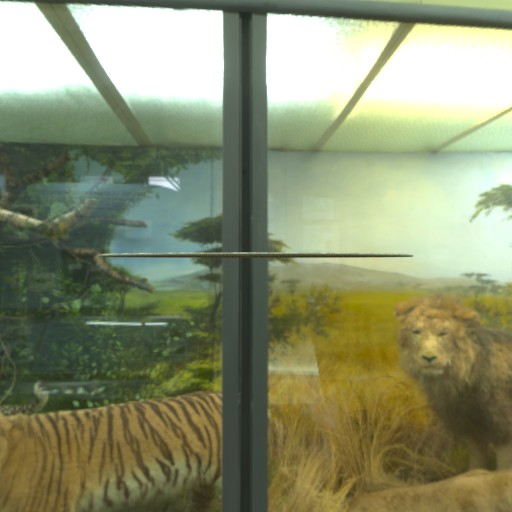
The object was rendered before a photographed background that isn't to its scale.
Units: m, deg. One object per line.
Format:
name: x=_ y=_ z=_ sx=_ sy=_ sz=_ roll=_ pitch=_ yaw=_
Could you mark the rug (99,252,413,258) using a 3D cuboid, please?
rug: x=0.000 y=0.000 z=2.380 sx=1.593 sy=0.012 sz=1.593 roll=0 pitch=0 yaw=0
